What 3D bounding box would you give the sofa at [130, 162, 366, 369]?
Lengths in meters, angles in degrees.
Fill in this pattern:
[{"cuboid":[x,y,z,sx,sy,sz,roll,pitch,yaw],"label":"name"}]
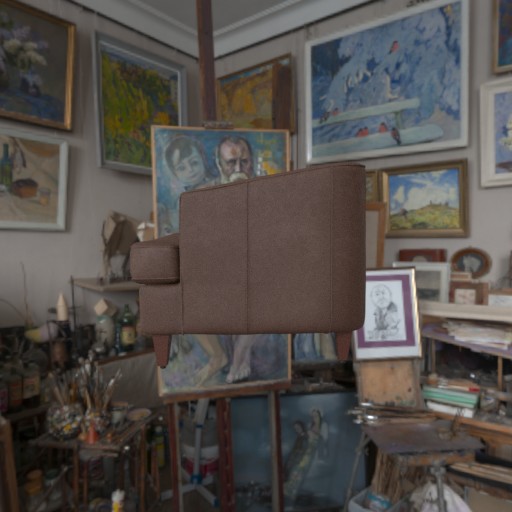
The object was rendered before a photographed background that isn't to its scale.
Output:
[{"cuboid":[0.000,0.000,2.656,0.927,0.787,2.227,0,1,0],"label":"sofa"}]
